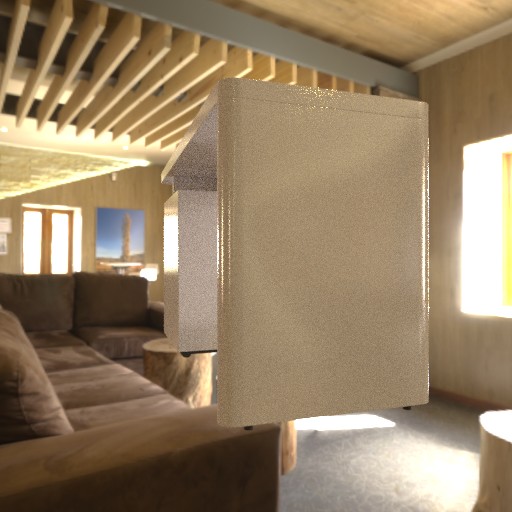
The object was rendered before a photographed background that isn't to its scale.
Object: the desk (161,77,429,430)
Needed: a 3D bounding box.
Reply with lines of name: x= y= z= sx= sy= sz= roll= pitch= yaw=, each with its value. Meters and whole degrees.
desk: x=0.000 y=0.000 z=1.589 sx=0.550 sy=0.760 sz=1.200 roll=0 pitch=0 yaw=-18
